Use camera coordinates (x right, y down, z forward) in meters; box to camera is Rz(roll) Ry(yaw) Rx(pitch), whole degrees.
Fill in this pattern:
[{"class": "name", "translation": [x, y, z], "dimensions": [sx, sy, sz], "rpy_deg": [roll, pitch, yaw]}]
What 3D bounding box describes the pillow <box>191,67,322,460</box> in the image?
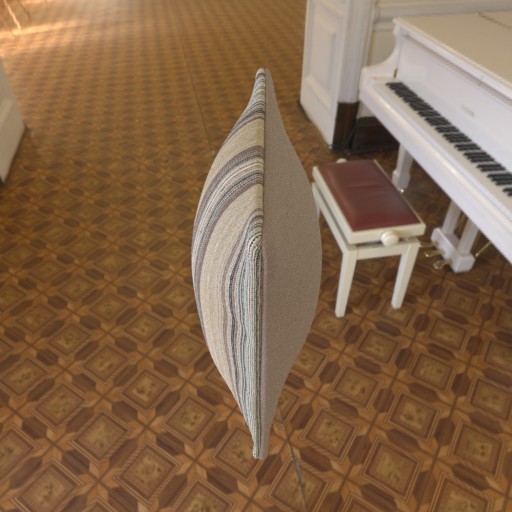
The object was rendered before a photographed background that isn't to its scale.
[{"class": "pillow", "translation": [0.000, 0.000, 0.668], "dimensions": [0.189, 0.416, 0.435], "rpy_deg": [1, 41, 1]}]
